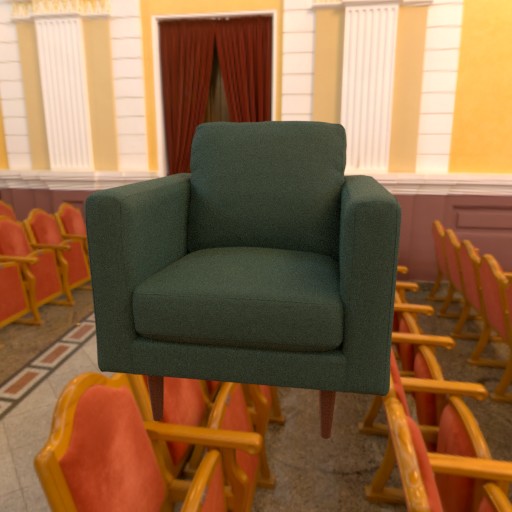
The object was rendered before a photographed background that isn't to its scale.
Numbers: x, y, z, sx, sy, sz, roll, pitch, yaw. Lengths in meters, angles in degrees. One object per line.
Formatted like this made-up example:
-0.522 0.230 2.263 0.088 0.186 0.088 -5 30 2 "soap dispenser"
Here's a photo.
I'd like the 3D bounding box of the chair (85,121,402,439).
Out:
0.000 0.000 1.544 0.855 0.927 0.800 2 14 9 "chair"
